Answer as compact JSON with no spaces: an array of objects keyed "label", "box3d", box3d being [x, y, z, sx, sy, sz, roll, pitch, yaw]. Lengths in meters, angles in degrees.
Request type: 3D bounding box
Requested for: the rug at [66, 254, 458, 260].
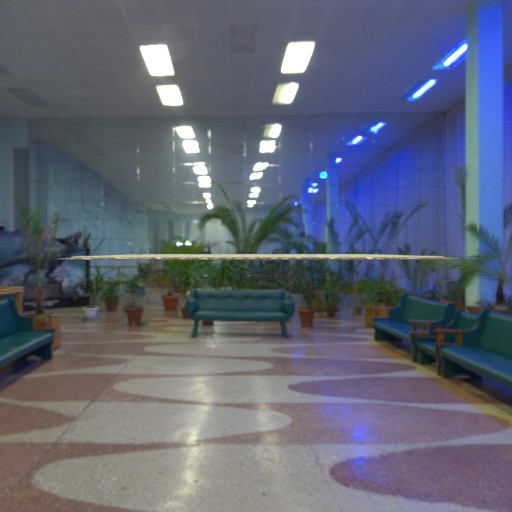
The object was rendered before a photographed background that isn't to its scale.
[{"label":"rug","box3d":[0.000,0.000,4.204,2.388,0.030,3.213,0,0,-1]}]
